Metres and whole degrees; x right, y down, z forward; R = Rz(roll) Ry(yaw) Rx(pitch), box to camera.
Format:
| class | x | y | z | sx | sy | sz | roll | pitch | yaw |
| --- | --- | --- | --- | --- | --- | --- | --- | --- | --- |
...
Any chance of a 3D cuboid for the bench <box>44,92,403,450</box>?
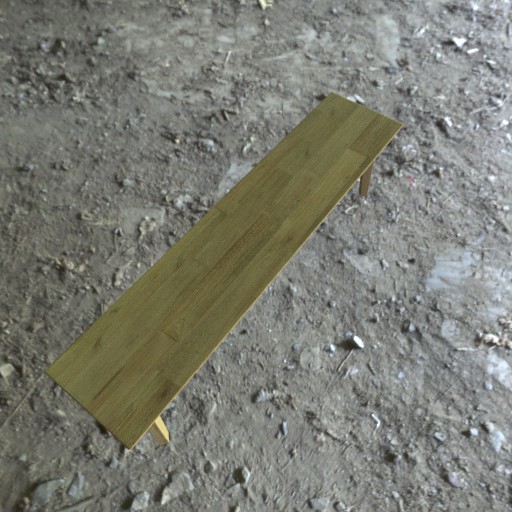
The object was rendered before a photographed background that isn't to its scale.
| class | x | y | z | sx | sy | sz | roll | pitch | yaw |
| --- | --- | --- | --- | --- | --- | --- | --- | --- | --- |
| bench | 0.000 | 0.000 | 1.865 | 0.378 | 0.431 | 1.698 | 32 | 63 | 19 |
